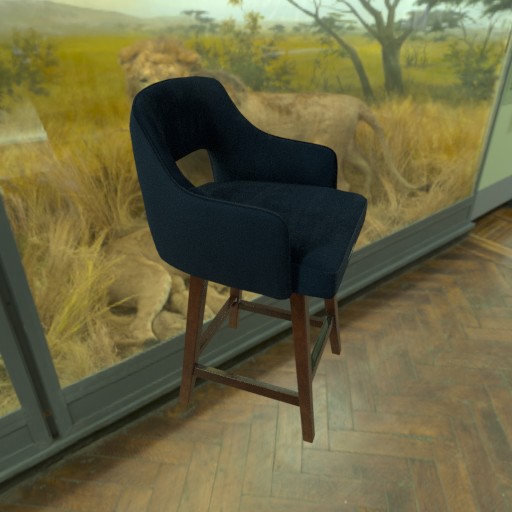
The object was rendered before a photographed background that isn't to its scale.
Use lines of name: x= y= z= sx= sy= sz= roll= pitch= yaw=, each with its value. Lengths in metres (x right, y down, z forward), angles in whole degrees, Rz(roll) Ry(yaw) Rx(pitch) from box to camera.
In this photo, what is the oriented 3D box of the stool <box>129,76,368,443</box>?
stool: x=0.000 y=0.000 z=1.306 sx=0.560 sy=0.940 sz=0.550 roll=11 pitch=32 yaw=18
